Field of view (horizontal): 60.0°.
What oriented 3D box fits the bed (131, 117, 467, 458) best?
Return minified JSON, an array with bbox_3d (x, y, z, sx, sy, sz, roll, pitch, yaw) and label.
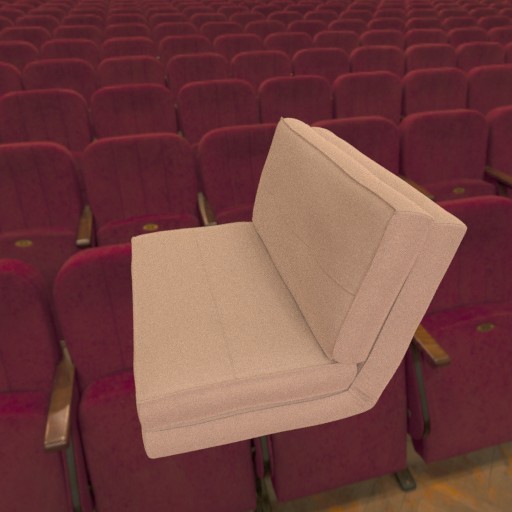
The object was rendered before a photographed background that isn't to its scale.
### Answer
[{"bbox_3d":[0.000,0.000,1.296,0.749,0.614,0.799,-7,32,-12],"label":"bed"}]
